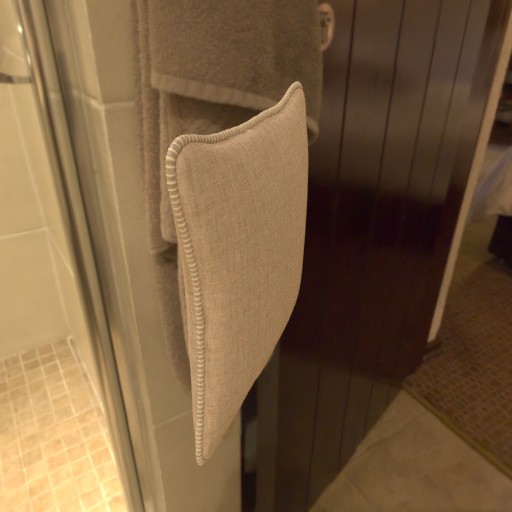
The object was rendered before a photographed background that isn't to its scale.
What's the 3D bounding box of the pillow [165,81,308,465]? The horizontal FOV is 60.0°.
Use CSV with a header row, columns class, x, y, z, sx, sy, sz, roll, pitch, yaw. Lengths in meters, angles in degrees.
class,x,y,z,sx,sy,sz,roll,pitch,yaw
pillow,0.000,0.000,0.736,0.124,0.494,0.485,10,31,18
